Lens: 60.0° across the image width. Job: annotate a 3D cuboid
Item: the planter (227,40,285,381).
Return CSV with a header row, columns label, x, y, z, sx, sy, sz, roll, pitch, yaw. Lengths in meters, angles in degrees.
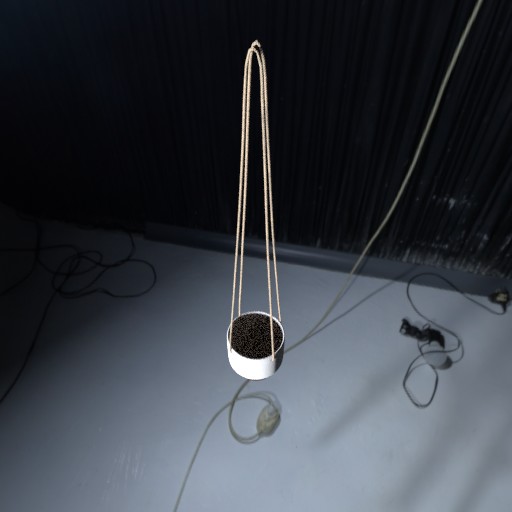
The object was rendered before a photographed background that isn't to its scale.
label,x,y,z,sx,sy,sz,roll,pitch,yaw
planter,0.000,0.000,0.901,0.146,0.841,0.146,8,47,8
